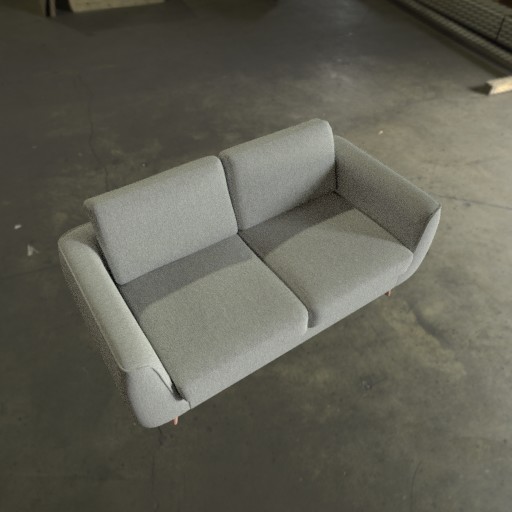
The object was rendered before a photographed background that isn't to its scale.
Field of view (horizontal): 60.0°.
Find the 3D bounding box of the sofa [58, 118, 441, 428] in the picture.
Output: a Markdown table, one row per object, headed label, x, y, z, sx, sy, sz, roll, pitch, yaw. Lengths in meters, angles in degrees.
| label | x | y | z | sx | sy | sz | roll | pitch | yaw |
| --- | --- | --- | --- | --- | --- | --- | --- | --- | --- |
| sofa | 0.000 | 0.000 | 2.234 | 1.700 | 0.850 | 0.920 | -26 | 51 | -23 |
